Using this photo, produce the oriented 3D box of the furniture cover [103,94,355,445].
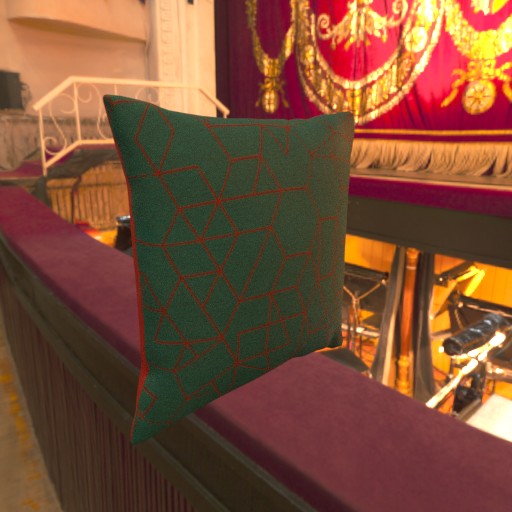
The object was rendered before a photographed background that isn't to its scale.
[{"bbox_3d":[0.000,0.000,0.782,0.517,0.508,0.158,-13,20,-41],"label":"furniture cover"}]
